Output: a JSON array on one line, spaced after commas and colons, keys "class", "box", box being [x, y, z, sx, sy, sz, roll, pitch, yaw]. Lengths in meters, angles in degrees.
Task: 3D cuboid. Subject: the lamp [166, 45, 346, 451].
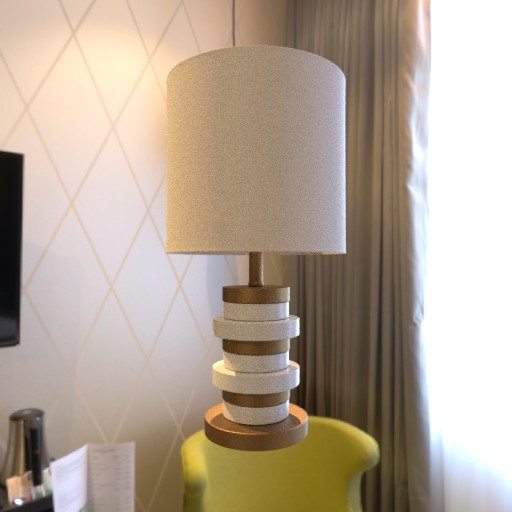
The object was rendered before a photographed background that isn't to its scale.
[{"class": "lamp", "box": [0.000, 0.000, 0.526, 0.210, 0.410, 0.210, 0, -1, 18]}]
